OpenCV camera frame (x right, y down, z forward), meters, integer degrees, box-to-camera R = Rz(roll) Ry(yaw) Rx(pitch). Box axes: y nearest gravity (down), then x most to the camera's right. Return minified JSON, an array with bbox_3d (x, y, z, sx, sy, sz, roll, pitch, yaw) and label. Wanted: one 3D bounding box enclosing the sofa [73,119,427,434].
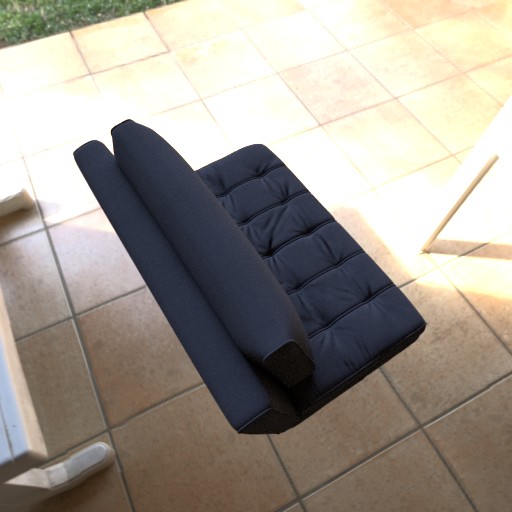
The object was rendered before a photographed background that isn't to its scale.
[{"bbox_3d":[0.000,0.000,1.836,0.910,0.910,1.220,-29,63,-16],"label":"sofa"}]
